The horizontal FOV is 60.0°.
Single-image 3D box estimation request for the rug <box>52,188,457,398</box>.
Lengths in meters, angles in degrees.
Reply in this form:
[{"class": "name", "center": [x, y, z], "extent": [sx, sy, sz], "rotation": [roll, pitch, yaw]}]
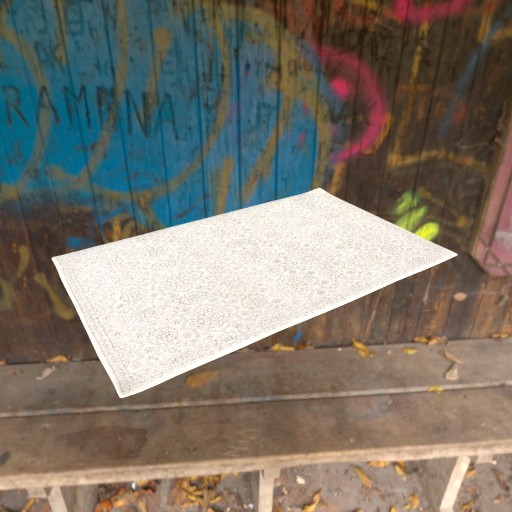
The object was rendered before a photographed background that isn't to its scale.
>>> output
[{"class": "rug", "center": [0.000, 0.000, 2.489], "extent": [1.947, 0.023, 1.214], "rotation": [-18, 34, -28]}]
